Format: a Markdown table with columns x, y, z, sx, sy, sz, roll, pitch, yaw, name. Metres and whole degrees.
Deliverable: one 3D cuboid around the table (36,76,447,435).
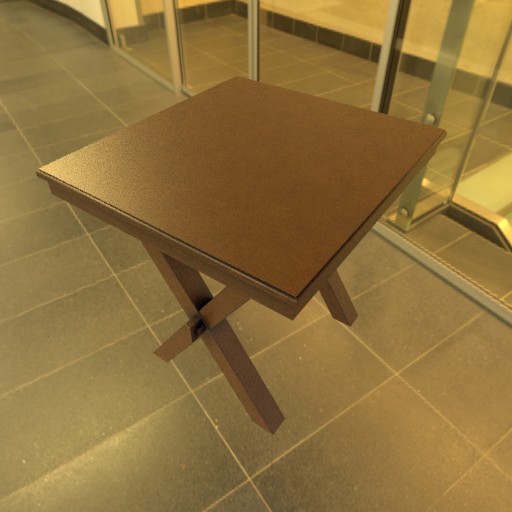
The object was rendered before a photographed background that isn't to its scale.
| x | y | z | sx | sy | sz | roll | pitch | yaw | name |
| --- | --- | --- | --- | --- | --- | --- | --- | --- | --- |
| 0.000 | 0.000 | 1.052 | 0.560 | 0.562 | 0.602 | 25 | 47 | 26 | table |
